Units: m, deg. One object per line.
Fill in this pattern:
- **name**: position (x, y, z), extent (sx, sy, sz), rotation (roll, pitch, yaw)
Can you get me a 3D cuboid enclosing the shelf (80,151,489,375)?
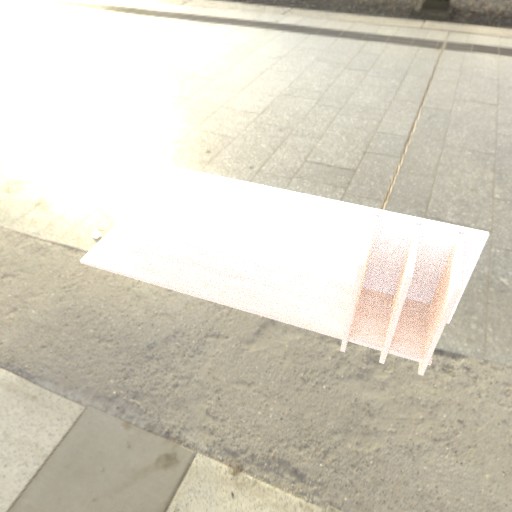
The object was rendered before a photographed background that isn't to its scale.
- **shelf**: position (0.000, 0.000, 1.140), extent (1.020, 0.300, 0.200), rotation (14, 44, 15)
